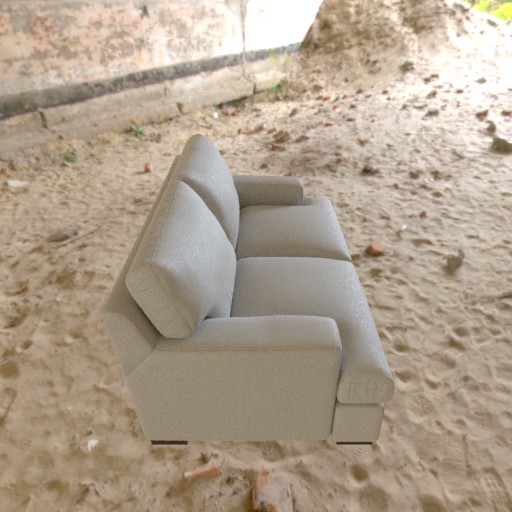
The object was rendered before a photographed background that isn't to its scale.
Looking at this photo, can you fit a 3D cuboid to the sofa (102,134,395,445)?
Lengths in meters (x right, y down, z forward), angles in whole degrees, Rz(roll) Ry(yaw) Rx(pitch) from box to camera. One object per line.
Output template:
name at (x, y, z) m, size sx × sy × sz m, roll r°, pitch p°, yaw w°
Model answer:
sofa at (0.000, 0.000, 2.525) m, size 1.143 × 0.940 × 1.880 m, roll 0°, pitch 31°, yaw 0°
